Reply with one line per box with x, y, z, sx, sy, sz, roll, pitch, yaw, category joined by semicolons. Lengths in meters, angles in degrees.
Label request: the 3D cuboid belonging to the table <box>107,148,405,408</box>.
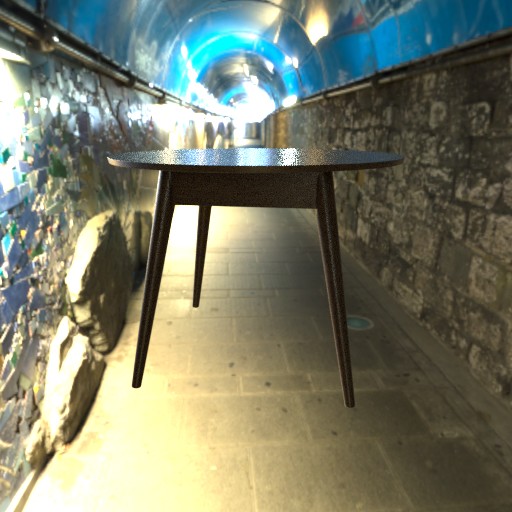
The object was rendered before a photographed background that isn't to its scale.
0.000;0.000;1.757;1.053;0.786;1.053;0;16;0;table
